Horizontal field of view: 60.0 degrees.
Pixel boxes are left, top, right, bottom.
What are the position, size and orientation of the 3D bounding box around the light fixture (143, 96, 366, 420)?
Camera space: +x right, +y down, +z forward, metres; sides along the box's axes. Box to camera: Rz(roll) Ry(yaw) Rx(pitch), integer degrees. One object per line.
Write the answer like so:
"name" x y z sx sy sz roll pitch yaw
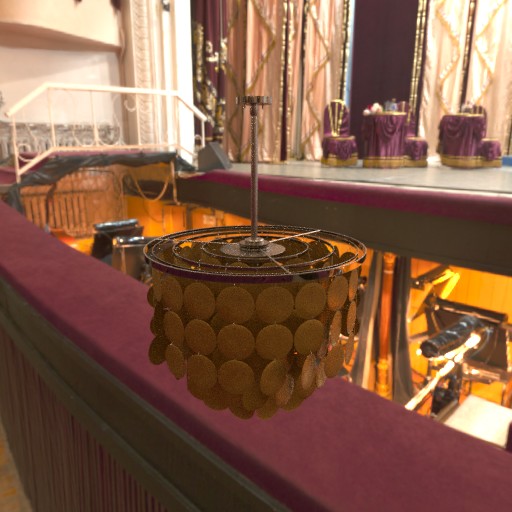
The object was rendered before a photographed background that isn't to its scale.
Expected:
"light fixture" 0.000 0.000 0.729 0.368 0.492 0.368 0 14 0
